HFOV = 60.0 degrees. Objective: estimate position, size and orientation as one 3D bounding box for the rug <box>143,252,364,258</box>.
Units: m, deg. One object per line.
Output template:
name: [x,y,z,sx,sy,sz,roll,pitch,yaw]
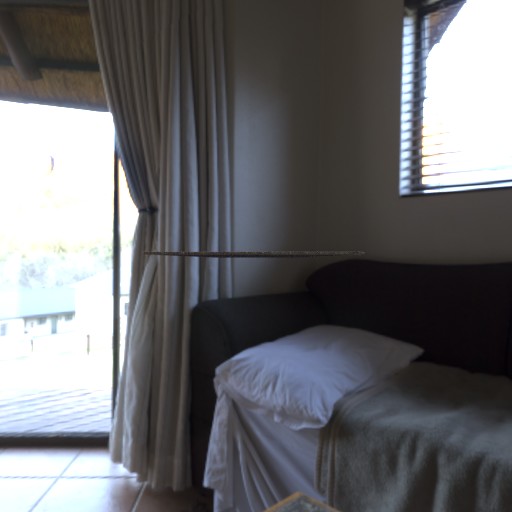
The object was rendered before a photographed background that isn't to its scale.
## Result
rug: [0.000,0.000,2.716,0.750,0.009,2.435,0,0,0]
